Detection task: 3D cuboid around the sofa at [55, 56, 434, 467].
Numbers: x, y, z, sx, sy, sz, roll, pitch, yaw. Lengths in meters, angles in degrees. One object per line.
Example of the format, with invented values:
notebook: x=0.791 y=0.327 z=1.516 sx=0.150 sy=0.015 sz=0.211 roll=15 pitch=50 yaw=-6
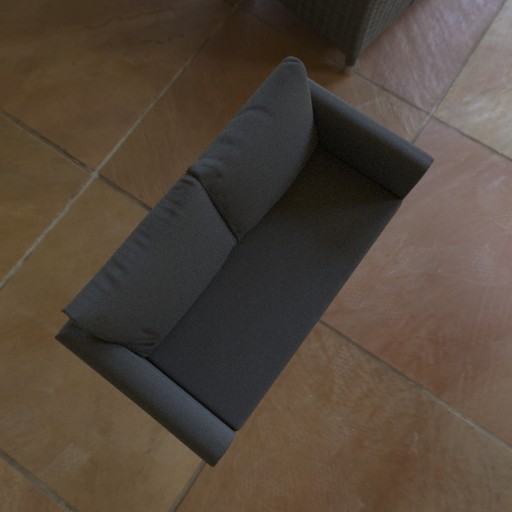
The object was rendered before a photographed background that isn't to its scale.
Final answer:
sofa: x=0.000 y=0.000 z=1.875 sx=0.741 sy=0.872 sz=1.460 roll=36 pitch=78 yaw=9
